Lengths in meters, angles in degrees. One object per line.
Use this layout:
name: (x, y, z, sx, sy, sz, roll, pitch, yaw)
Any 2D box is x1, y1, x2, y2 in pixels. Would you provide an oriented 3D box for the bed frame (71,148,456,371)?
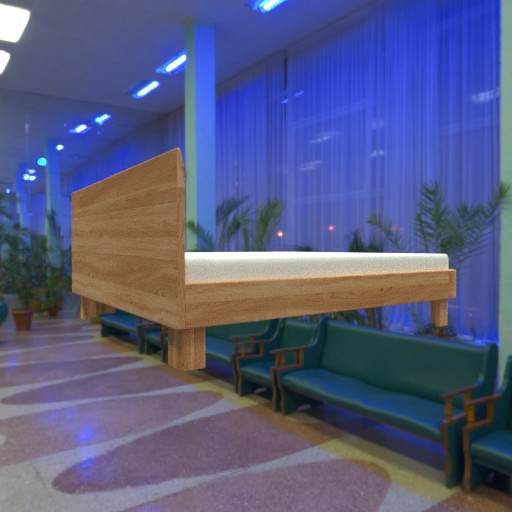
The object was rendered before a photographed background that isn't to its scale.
bed frame: (0.000, 0.000, 3.181, 2.092, 0.940, 1.872, -1, 1, -35)
